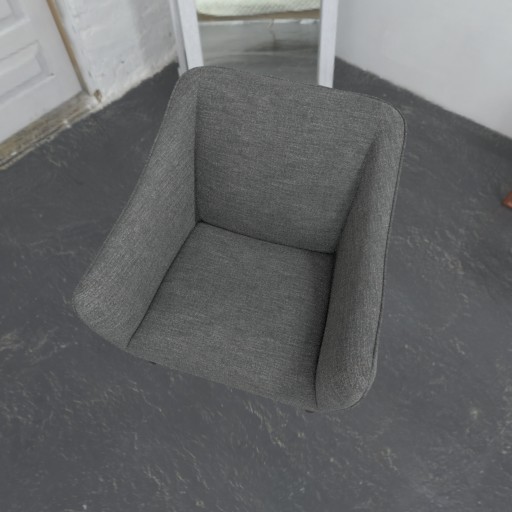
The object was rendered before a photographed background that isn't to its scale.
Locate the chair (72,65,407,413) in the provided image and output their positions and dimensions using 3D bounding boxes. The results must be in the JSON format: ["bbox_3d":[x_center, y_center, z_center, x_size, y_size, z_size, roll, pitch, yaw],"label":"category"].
[{"bbox_3d":[0.000,0.000,1.534,0.870,0.829,0.851,15,60,9],"label":"chair"}]
